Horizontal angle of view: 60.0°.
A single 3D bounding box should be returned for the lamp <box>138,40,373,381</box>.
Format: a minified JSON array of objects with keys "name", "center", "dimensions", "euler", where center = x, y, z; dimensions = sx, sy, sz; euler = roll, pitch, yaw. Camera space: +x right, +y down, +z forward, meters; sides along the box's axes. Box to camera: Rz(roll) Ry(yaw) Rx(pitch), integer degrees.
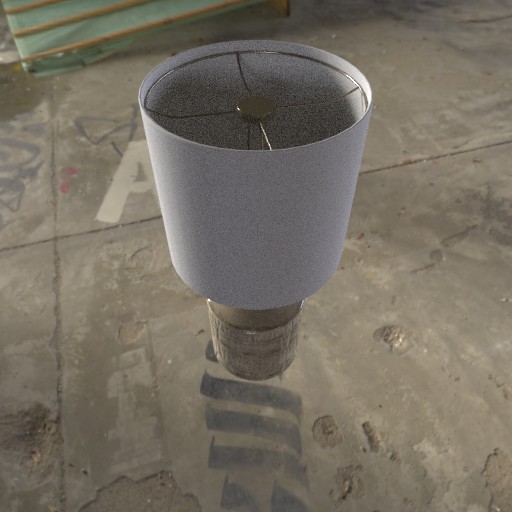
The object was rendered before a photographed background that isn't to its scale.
[{"name":"lamp","center":[0.000,0.000,0.570],"dimensions":[0.211,0.455,0.211],"euler":[2,47,1]}]
